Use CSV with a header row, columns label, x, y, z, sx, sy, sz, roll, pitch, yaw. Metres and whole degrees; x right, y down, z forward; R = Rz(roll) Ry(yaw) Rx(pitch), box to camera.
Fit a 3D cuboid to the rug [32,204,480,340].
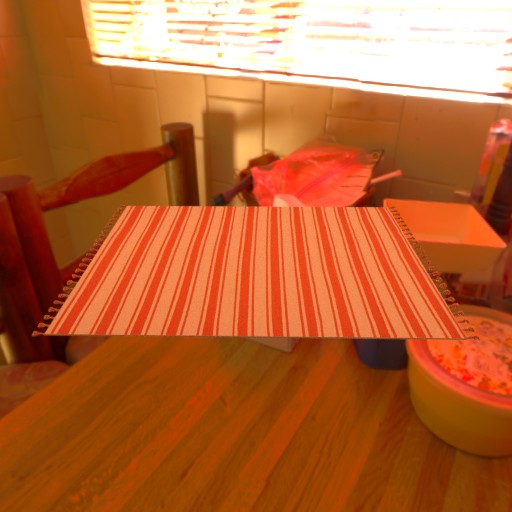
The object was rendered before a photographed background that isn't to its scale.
label,x,y,z,sx,sy,sz,roll,pitch,yaw
rug,0.000,0.000,4.366,3.369,0.035,2.451,0,30,1
